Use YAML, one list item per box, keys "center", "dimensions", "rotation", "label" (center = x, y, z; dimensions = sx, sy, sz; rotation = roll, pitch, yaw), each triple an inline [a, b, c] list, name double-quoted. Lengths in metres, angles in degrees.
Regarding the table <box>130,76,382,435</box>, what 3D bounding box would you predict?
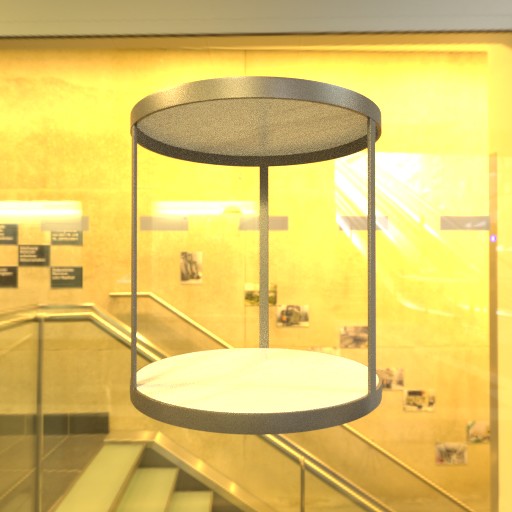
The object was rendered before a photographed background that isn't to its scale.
- center: [0.000, 0.000, 0.813]
  dimensions: [0.445, 0.479, 0.445]
  rotation: [0, -1, 0]
  label: "table"
